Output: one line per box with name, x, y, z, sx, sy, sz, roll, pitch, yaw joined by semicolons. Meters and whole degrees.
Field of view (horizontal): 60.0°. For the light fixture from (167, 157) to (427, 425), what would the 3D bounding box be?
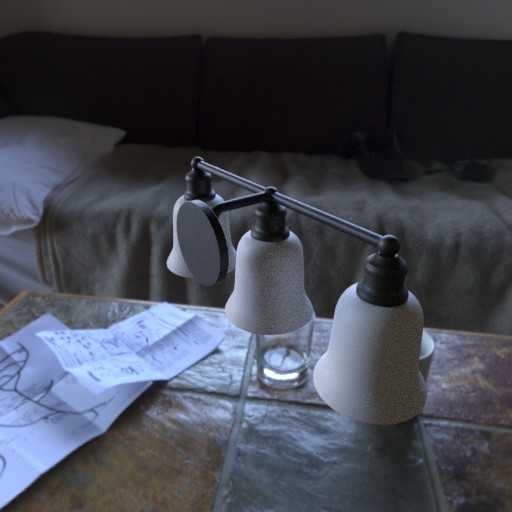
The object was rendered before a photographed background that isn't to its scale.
light fixture;0.000;0.000;0.671;0.198;0.211;0.570;-18;32;-32
